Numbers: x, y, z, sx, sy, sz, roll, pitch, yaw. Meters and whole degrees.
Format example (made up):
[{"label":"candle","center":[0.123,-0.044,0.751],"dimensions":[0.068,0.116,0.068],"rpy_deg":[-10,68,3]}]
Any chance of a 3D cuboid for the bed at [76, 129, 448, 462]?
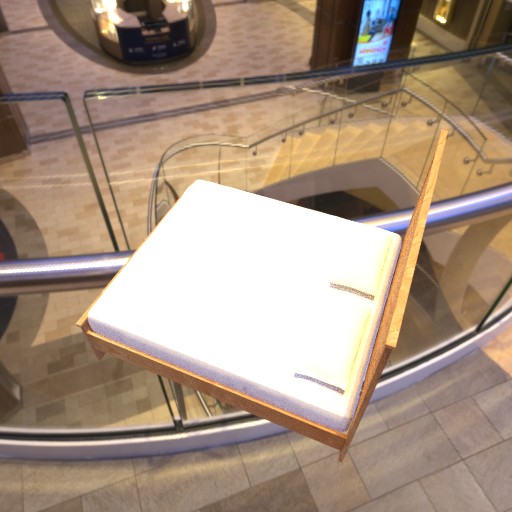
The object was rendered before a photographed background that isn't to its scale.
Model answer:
[{"label":"bed","center":[0.000,0.000,4.056],"dimensions":[2.530,1.938,2.225],"rpy_deg":[17,50,15]}]
